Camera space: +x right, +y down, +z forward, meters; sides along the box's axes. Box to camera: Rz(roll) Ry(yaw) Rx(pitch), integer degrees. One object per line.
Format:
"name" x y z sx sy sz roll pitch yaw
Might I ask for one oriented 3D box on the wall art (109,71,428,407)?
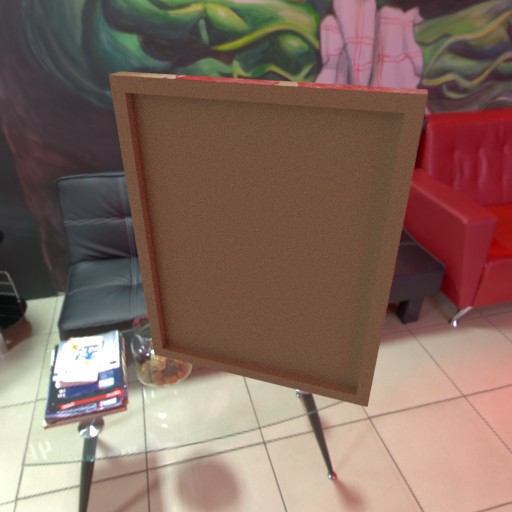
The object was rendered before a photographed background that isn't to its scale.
"wall art" 0.000 0.000 0.683 0.406 0.508 0.028 10 33 15
